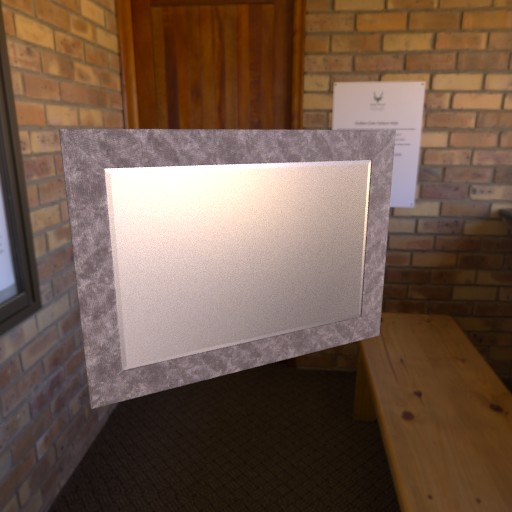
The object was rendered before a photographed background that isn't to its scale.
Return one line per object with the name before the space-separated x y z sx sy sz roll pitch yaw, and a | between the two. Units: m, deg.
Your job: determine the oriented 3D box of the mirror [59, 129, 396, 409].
mirror | 0.000 0.000 1.450 1.101 0.795 0.022 -8 17 -26
